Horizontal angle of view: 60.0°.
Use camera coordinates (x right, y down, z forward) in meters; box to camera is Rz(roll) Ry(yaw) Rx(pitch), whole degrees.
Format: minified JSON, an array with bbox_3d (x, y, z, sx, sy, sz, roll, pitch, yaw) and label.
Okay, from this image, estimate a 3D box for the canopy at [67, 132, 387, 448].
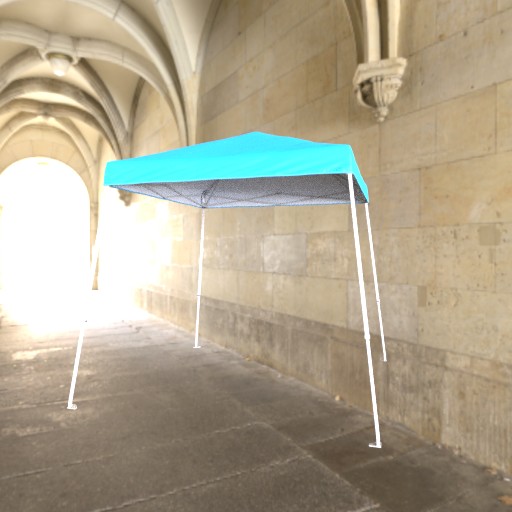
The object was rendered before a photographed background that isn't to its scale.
[{"bbox_3d":[0.000,0.000,5.099,2.849,2.849,2.848,0,1,17],"label":"canopy"}]
